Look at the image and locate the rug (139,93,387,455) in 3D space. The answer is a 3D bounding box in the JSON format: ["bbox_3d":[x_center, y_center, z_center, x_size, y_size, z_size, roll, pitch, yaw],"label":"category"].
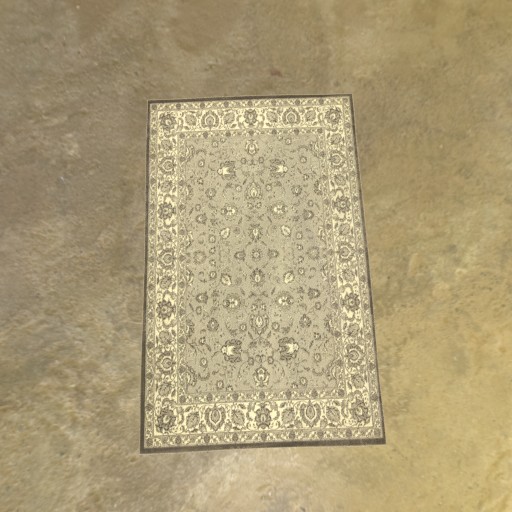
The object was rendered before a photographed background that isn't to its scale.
[{"bbox_3d":[0.000,0.000,2.991,1.524,0.011,2.438,-2,77,0],"label":"rug"}]
